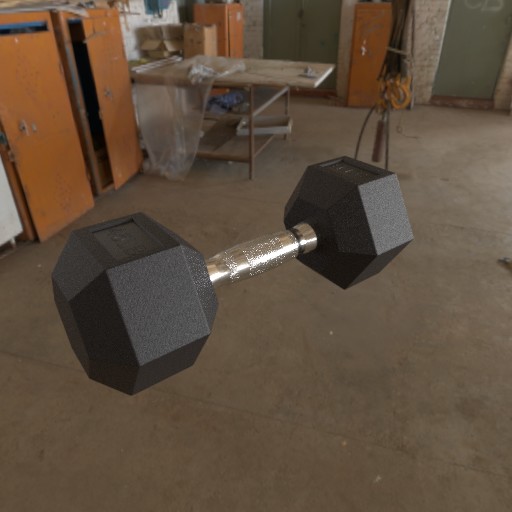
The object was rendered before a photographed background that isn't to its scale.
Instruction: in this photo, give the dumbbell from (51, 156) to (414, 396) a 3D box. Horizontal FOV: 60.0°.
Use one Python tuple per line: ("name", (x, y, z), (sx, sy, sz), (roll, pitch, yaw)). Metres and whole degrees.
("dumbbell", (0.000, 0.000, 0.432), (0.356, 0.123, 0.141), (-21, 37, -31))
